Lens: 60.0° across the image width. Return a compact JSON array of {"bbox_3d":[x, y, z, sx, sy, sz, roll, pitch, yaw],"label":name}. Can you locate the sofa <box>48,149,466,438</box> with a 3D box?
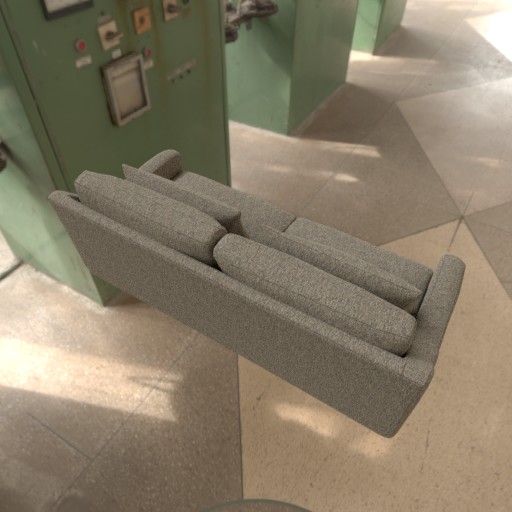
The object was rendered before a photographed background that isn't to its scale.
[{"bbox_3d":[0.000,0.000,2.869,2.418,0.998,1.103,24,50,22],"label":"sofa"}]
